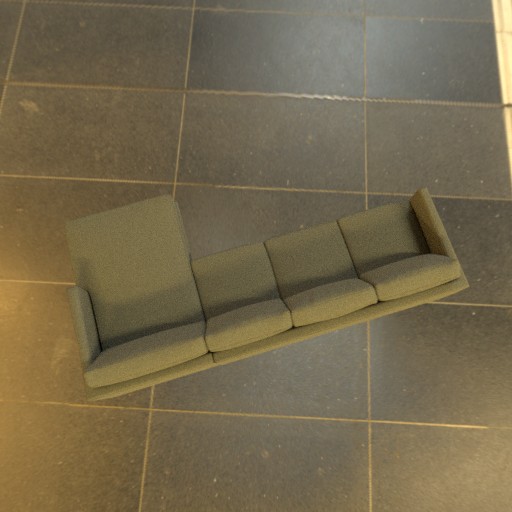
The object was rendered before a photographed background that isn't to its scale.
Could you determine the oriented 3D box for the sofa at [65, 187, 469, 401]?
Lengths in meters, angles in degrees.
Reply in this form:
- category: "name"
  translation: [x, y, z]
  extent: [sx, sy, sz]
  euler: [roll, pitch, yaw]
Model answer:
- category: "sofa"
  translation: [0.000, 0.000, 3.931]
  extent: [3.186, 0.861, 1.625]
  euler: [-16, 76, -4]
